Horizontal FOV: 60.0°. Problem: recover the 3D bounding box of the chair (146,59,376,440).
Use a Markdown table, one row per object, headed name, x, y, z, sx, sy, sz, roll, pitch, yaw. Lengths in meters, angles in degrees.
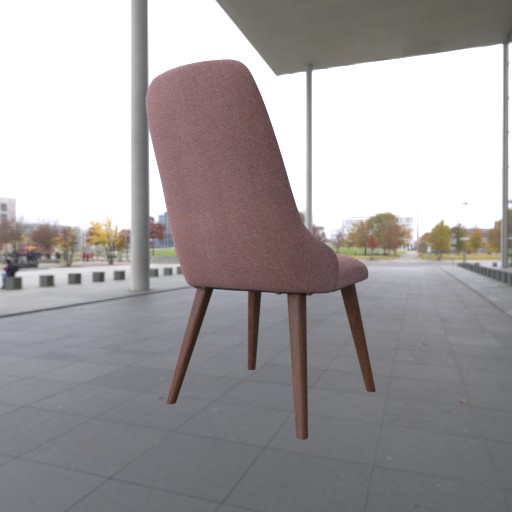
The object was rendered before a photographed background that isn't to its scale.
| name | x | y | z | sx | sy | sz | roll | pitch | yaw |
| --- | --- | --- | --- | --- | --- | --- | --- | --- | --- |
| chair | 0.000 | 0.000 | 1.360 | 0.535 | 0.918 | 0.707 | 0 | 1 | 35 |
